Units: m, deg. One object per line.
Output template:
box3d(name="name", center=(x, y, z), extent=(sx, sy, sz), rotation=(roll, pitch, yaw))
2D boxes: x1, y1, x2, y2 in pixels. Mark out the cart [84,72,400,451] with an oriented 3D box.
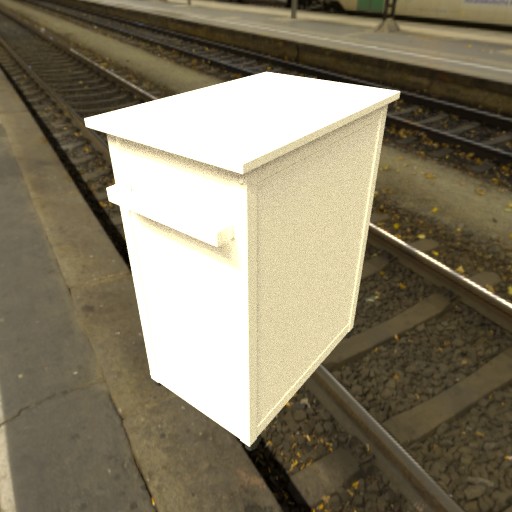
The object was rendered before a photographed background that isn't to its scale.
box3d(name="cart", center=(0.000, 0.000, 1.296), extent=(0.442, 0.864, 0.683), rotation=(23, 39, 31))
